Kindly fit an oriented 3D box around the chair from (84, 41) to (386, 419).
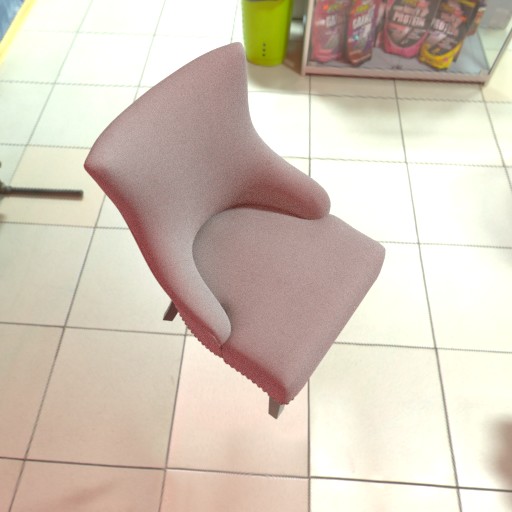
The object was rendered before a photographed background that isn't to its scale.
[{"bbox_3d":[0.000,0.000,1.292,0.629,0.909,0.566,32,64,18],"label":"chair"}]
